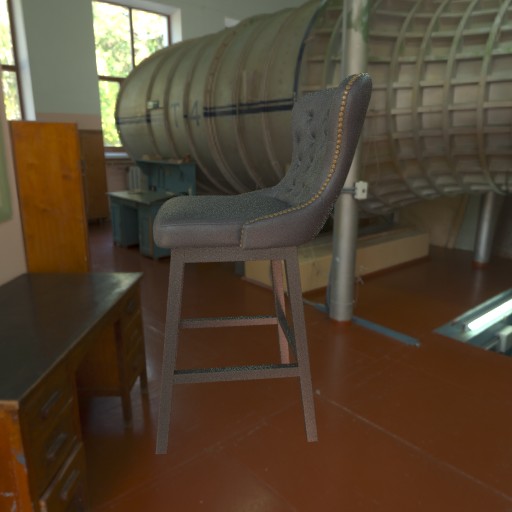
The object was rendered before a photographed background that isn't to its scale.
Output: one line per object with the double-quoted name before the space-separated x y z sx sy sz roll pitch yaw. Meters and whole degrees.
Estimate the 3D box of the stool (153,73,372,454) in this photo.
"stool" 0.000 0.000 1.306 0.593 0.971 0.528 -2 15 -7
